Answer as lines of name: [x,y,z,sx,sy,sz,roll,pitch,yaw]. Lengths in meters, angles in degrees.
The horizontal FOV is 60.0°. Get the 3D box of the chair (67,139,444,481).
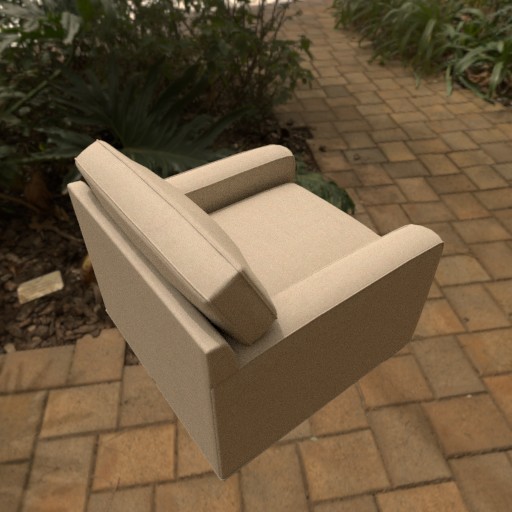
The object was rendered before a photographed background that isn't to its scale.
chair: [0.000,0.000,1.783,1.043,0.913,0.998,-26,47,-27]
